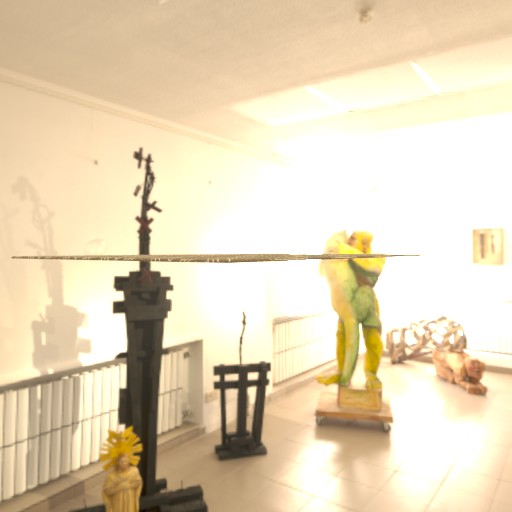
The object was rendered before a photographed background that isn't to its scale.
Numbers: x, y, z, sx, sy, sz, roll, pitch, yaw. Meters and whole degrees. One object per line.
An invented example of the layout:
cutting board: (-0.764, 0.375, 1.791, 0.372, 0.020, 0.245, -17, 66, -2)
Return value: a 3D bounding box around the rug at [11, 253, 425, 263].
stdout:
rug: (0.000, 0.000, 2.971, 1.541, 0.012, 2.457, 1, 1, 36)
